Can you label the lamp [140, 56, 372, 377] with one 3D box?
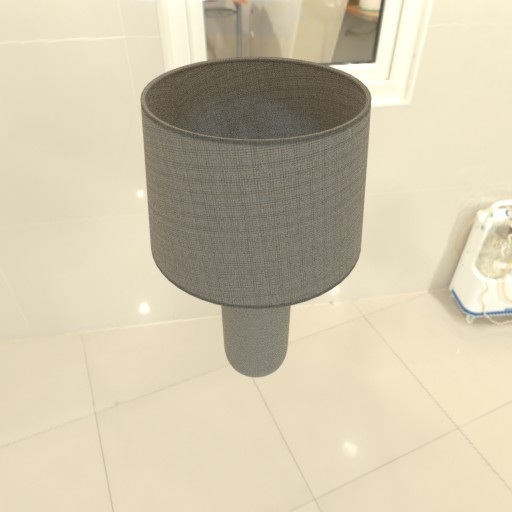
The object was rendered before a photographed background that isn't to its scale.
[{"bbox_3d":[0.000,0.000,0.819,0.367,0.609,0.367,0,40,0],"label":"lamp"}]
